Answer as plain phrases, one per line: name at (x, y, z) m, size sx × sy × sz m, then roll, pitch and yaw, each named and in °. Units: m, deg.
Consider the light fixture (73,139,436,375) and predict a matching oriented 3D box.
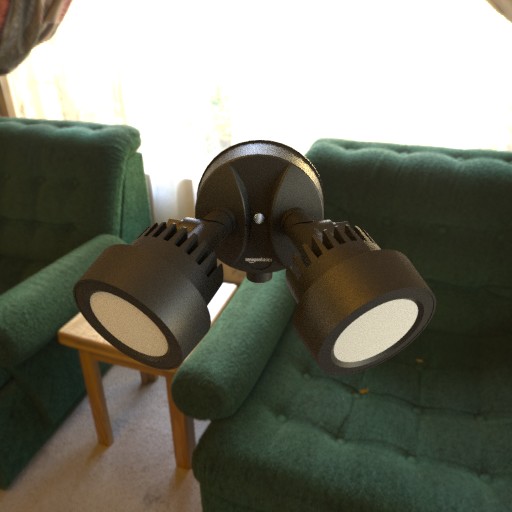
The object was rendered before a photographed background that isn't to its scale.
light fixture at (0.000, 0.000, 0.305) m, size 0.213 × 0.120 × 0.168 m, roll 1°, pitch 28°, yaw 2°
